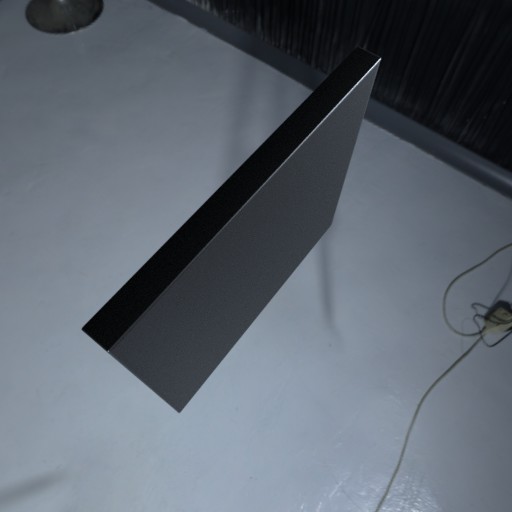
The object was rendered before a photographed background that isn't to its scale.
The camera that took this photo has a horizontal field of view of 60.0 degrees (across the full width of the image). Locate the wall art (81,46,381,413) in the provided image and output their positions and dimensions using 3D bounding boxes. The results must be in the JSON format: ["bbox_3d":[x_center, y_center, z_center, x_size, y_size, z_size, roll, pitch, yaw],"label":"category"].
[{"bbox_3d":[0.000,0.000,0.532,0.028,0.330,0.380,35,68,16],"label":"wall art"}]
